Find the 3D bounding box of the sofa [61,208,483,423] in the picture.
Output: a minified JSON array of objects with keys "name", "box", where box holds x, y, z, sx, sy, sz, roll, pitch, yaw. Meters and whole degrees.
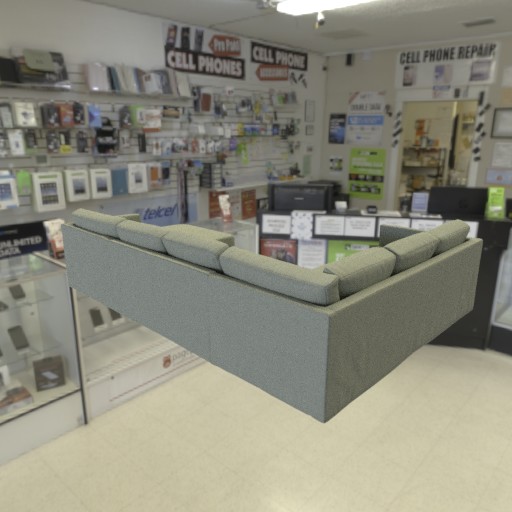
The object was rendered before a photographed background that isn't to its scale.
[{"name":"sofa","box":[0.000,0.000,4.435,3.460,0.882,2.427,15,22,42]}]
